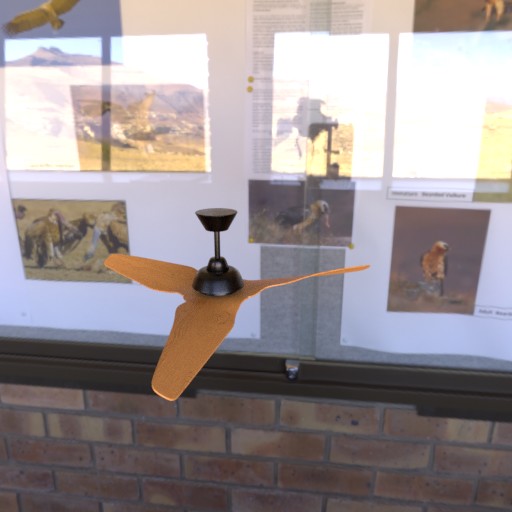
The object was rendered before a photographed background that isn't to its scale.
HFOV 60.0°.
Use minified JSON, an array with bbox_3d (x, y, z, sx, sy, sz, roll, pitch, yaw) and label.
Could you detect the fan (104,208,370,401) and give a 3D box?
[{"bbox_3d":[0.000,0.000,1.628,1.010,0.355,1.142,-7,18,-24],"label":"fan"}]
